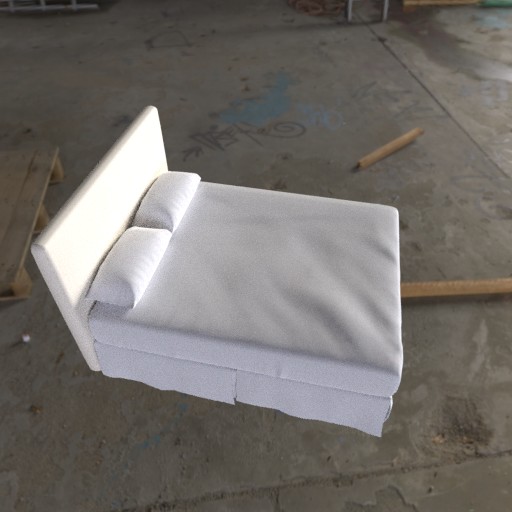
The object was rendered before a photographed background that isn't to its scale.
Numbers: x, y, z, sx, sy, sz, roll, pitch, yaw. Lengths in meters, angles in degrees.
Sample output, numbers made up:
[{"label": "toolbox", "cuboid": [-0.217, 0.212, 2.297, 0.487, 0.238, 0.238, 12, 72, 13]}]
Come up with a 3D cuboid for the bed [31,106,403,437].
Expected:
[{"label": "bed", "cuboid": [0.000, 0.000, 3.205, 2.142, 1.330, 1.713, 9, 46, 8]}]
